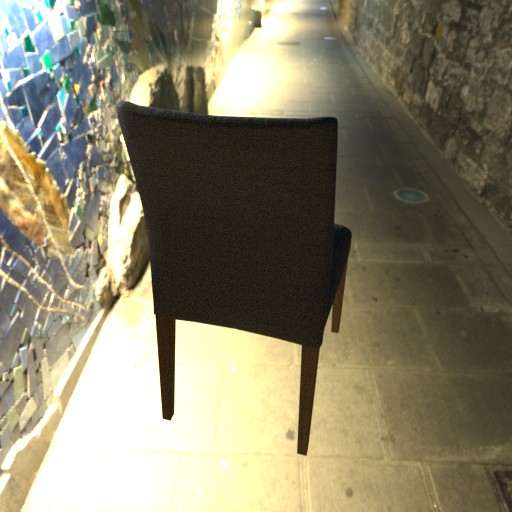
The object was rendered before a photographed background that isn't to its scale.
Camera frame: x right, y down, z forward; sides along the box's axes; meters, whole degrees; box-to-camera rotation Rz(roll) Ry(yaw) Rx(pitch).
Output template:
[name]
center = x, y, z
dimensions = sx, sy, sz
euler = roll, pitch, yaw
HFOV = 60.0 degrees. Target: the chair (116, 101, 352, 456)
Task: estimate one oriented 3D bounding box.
[chair]
center = 0.000, 0.000, 1.253
dimensions = 0.496, 0.940, 0.585
euler = 9, 34, 13
